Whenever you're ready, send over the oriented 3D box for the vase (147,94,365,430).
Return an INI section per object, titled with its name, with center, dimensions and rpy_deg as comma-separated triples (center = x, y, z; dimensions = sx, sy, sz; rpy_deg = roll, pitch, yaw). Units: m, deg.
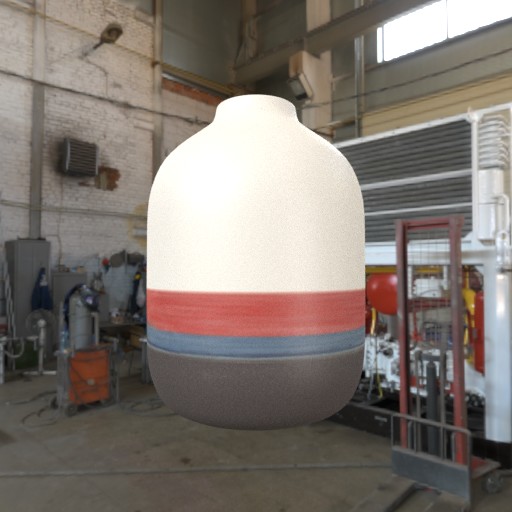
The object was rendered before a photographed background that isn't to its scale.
[vase]
center = 0.000, 0.000, 0.354
dimensions = 0.169, 0.237, 0.169
rpy_deg = 0, -2, 0
